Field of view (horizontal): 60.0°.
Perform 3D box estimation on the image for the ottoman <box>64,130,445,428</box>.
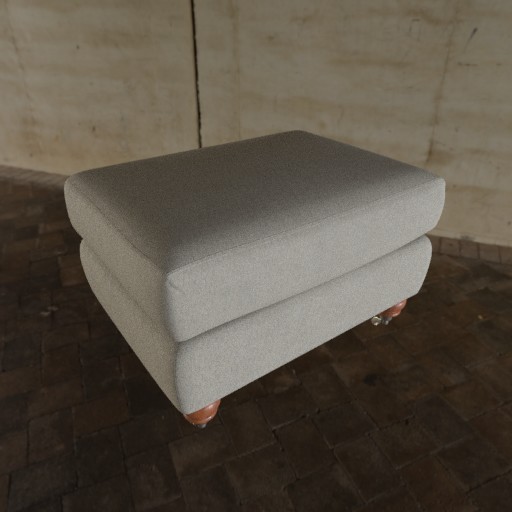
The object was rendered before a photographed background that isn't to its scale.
[{"bbox_3d":[0.000,0.000,1.155,0.773,0.504,0.569,-20,35,-31],"label":"ottoman"}]
